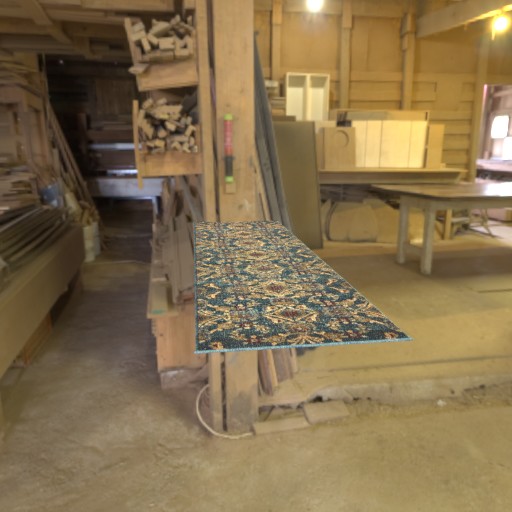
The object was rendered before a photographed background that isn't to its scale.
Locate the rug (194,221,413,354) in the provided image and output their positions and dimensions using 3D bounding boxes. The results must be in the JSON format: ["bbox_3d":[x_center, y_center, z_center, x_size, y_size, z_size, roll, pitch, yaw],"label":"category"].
[{"bbox_3d":[0.000,0.000,2.448,0.685,0.014,2.292,-2,14,-8],"label":"rug"}]
